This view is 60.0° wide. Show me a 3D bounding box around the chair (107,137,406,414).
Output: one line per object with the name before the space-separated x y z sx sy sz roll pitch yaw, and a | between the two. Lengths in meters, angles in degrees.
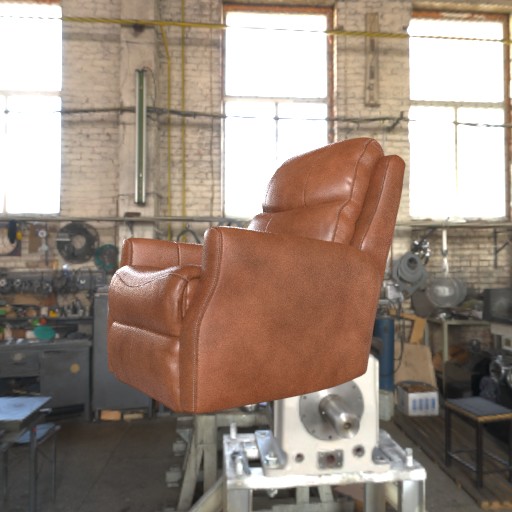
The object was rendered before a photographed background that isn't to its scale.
chair | 0.000 0.000 1.809 1.072 1.016 0.821 1 -2 -38
